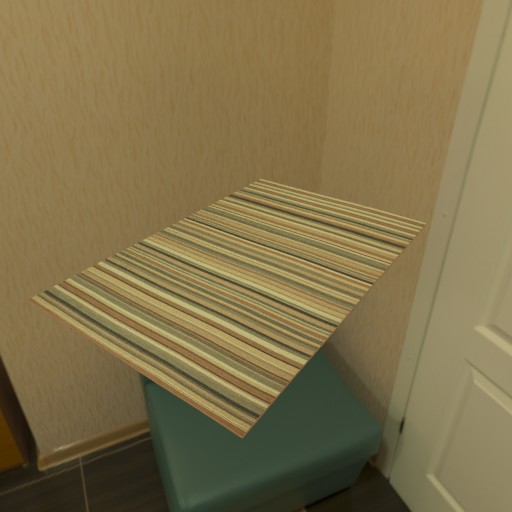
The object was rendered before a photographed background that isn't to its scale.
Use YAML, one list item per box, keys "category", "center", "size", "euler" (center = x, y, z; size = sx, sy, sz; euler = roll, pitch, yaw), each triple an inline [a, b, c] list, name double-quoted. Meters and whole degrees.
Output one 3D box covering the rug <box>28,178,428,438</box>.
- category: "rug"
  center: [0.000, 0.000, 2.320]
  size: [1.219, 0.008, 1.829]
  euler: [21, 37, 30]
